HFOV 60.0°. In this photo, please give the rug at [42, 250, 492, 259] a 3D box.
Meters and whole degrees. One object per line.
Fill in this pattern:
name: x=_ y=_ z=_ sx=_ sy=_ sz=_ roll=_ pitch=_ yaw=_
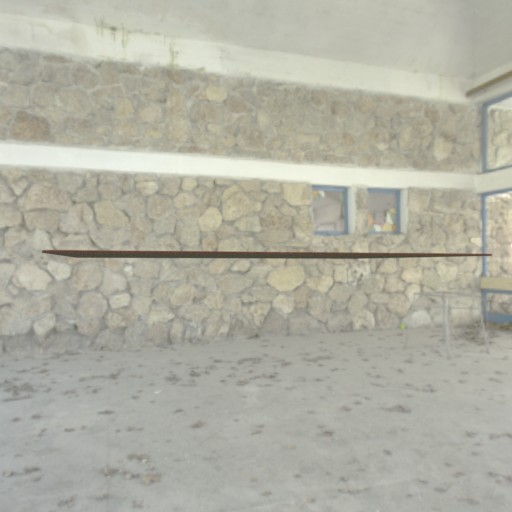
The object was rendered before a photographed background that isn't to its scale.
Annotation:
rug: x=0.000 y=0.000 z=2.280 sx=1.829 sy=0.010 sz=1.219 roll=0 pitch=-1 yaw=-17
